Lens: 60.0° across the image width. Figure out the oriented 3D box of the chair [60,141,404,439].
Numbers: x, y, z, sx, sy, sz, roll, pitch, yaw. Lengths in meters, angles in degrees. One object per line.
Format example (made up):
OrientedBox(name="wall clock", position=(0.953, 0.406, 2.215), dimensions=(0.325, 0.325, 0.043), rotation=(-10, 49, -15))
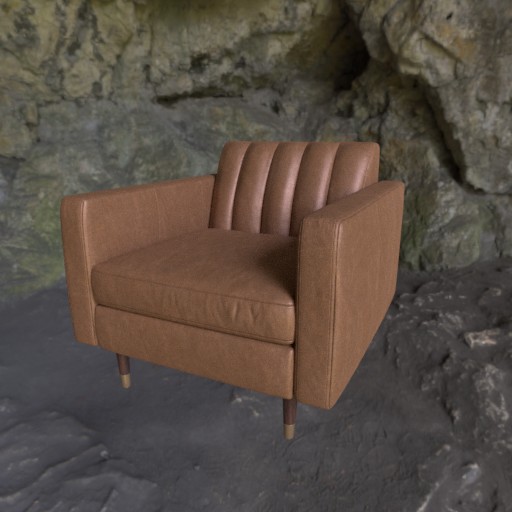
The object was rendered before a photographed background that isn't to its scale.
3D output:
OrientedBox(name="chair", position=(0.000, 0.000, 1.661), dimensions=(0.953, 0.819, 0.998), rotation=(7, 17, 25))
